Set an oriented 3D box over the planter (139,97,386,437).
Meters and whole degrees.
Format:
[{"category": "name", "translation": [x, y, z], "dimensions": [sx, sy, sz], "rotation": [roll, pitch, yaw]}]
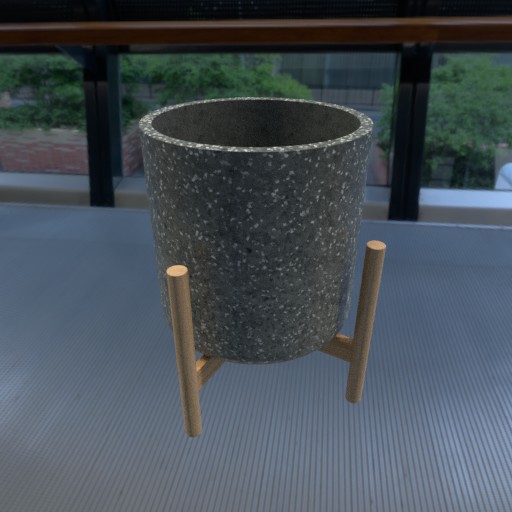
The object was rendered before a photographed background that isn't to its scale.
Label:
[{"category": "planter", "translation": [0.000, 0.000, 0.690], "dimensions": [0.360, 0.419, 0.360], "rotation": [-20, 35, -31]}]
